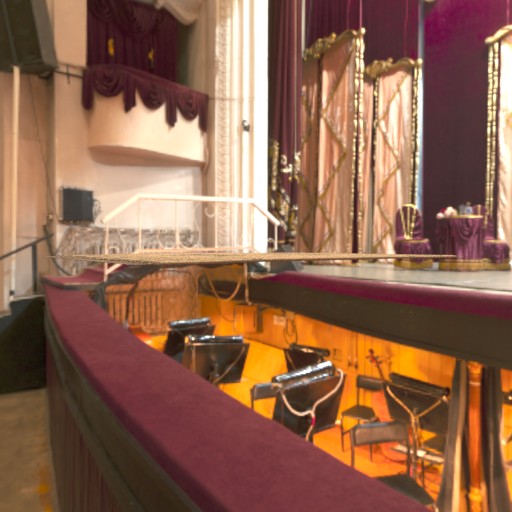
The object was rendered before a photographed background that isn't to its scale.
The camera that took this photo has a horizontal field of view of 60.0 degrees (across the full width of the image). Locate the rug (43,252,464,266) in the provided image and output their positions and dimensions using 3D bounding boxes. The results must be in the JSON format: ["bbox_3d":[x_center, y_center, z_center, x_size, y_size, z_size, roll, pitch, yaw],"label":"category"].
[{"bbox_3d":[0.000,0.000,3.852,3.027,0.028,2.125,-1,2,-36],"label":"rug"}]
